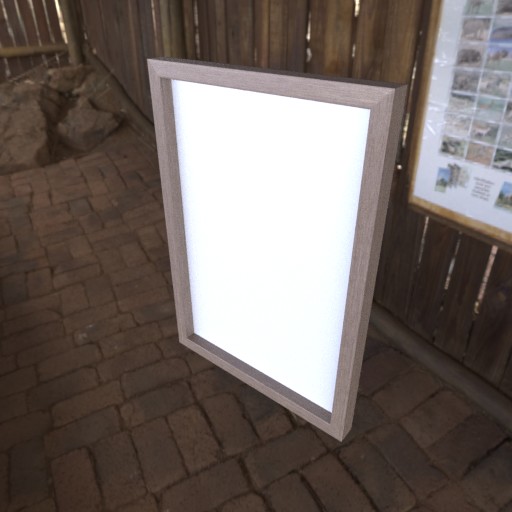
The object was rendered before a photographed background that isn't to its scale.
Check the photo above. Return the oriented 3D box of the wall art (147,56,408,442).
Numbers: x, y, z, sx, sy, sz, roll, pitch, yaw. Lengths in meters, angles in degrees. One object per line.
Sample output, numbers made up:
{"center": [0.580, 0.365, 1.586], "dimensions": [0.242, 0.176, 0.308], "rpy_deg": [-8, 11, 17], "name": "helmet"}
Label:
{"center": [0.000, 0.000, 0.651], "dimensions": [0.358, 0.510, 0.032], "rpy_deg": [22, 37, 33], "name": "wall art"}
